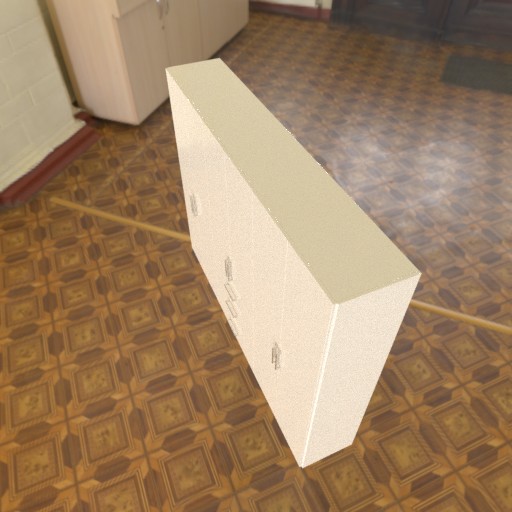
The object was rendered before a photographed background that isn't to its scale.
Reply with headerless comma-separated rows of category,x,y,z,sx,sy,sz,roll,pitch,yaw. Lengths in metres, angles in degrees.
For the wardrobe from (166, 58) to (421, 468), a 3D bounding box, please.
wardrobe,0.000,0.000,4.060,0.580,2.360,3.000,-18,49,-16
